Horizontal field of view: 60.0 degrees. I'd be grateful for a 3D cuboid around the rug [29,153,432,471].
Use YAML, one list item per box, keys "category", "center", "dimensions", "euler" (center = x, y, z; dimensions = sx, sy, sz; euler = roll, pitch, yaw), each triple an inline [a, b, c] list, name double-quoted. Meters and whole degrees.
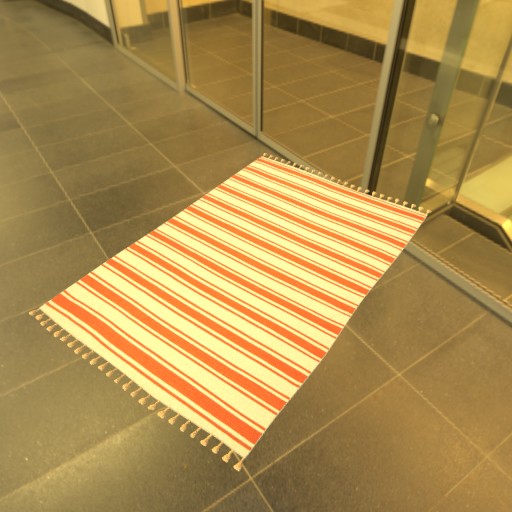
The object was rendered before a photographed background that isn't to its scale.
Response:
- category: "rug"
  center: [0.000, 0.000, 2.989]
  dimensions: [1.556, 0.022, 2.433]
  euler: [26, 47, 26]
